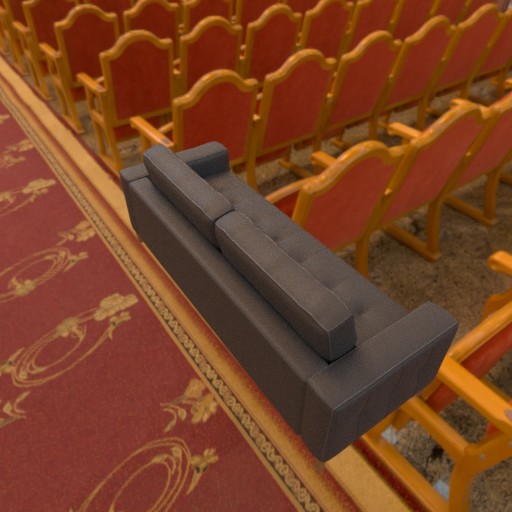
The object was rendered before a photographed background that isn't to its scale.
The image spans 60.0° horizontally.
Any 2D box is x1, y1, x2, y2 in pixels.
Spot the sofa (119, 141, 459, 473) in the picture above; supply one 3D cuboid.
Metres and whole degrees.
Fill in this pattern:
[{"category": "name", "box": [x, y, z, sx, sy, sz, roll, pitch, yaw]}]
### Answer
[{"category": "sofa", "box": [0.000, 0.000, 2.732, 0.833, 0.893, 2.275, -25, 47, -25]}]
